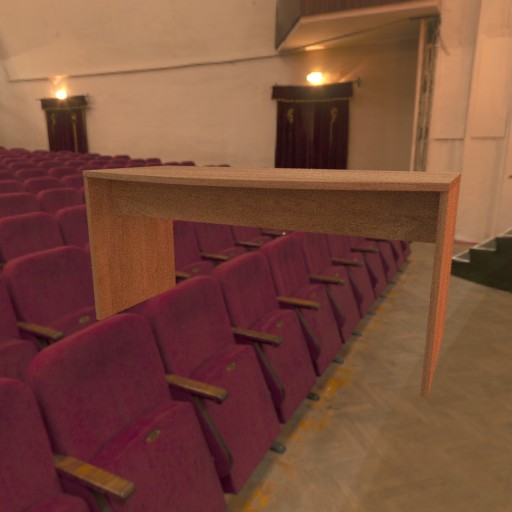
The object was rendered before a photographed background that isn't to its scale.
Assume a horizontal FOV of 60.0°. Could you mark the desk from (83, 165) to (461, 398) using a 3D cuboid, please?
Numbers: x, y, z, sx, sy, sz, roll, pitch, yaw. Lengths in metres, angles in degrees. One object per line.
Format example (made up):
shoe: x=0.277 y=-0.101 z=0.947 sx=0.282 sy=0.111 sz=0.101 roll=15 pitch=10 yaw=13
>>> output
desk: x=0.000 y=0.000 z=2.030 sx=1.600 sy=0.752 sz=0.802 roll=7 pitch=16 yaw=26
